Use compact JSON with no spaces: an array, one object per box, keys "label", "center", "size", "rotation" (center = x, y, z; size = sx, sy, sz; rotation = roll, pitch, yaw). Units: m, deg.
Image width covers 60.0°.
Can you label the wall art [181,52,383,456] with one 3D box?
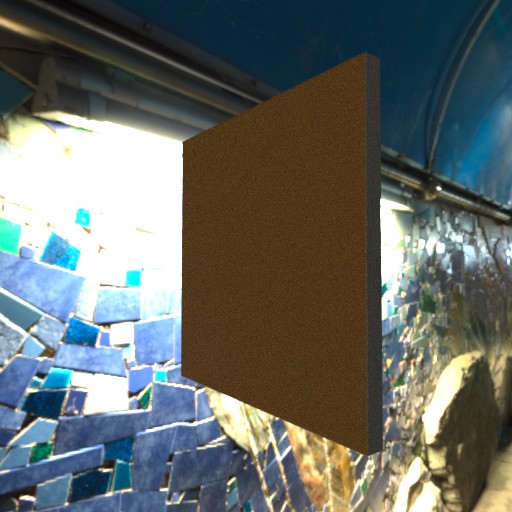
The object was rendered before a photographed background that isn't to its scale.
[{"label":"wall art","center":[0.000,0.000,1.945],"size":[0.078,1.288,1.287],"rotation":[1,-2,-36]}]
